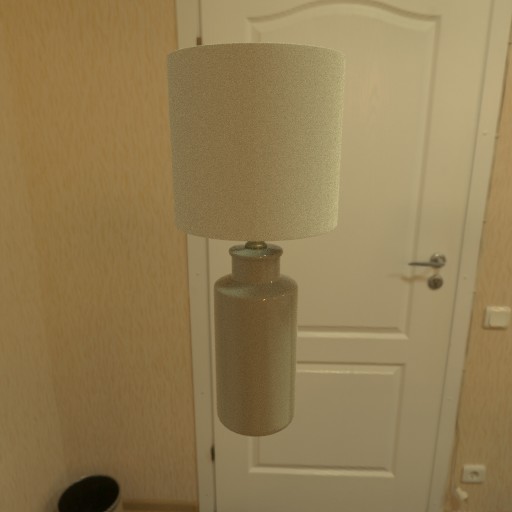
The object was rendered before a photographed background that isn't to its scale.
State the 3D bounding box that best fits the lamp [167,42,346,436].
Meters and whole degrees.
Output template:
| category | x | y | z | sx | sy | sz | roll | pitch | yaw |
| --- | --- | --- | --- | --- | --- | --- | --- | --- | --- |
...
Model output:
| category | x | y | z | sx | sy | sz | roll | pitch | yaw |
| --- | --- | --- | --- | --- | --- | --- | --- | --- | --- |
| lamp | 0.000 | 0.000 | 0.601 | 0.212 | 0.493 | 0.212 | -8 | 18 | -25 |
